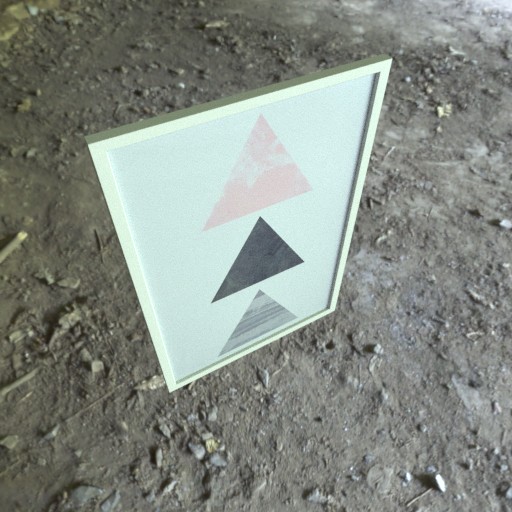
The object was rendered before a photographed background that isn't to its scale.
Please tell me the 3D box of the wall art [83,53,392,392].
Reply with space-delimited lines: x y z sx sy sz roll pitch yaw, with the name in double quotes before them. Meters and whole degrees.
"wall art" 0.000 0.000 0.554 0.303 0.433 0.013 -23 52 -19
